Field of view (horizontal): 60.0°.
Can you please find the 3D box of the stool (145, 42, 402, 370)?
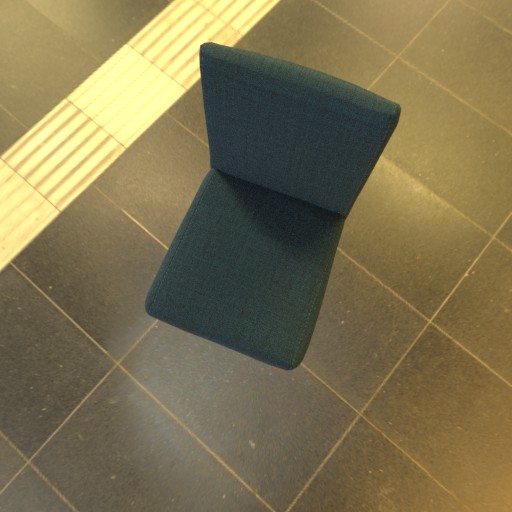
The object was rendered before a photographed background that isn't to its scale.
[{"bbox_3d":[0.000,0.000,1.321,0.454,1.039,0.567,20,76,5],"label":"stool"}]
